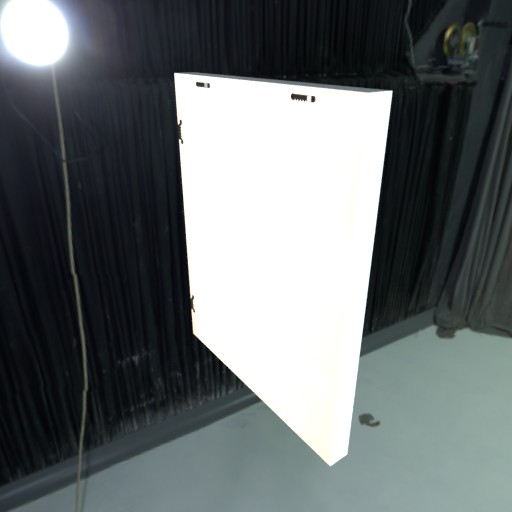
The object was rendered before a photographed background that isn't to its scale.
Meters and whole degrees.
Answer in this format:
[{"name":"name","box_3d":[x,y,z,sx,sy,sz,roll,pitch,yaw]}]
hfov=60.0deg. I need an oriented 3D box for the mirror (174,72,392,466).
[{"name":"mirror","box_3d":[0.000,0.000,0.687,0.041,0.509,0.406,-17,31,-32]}]
